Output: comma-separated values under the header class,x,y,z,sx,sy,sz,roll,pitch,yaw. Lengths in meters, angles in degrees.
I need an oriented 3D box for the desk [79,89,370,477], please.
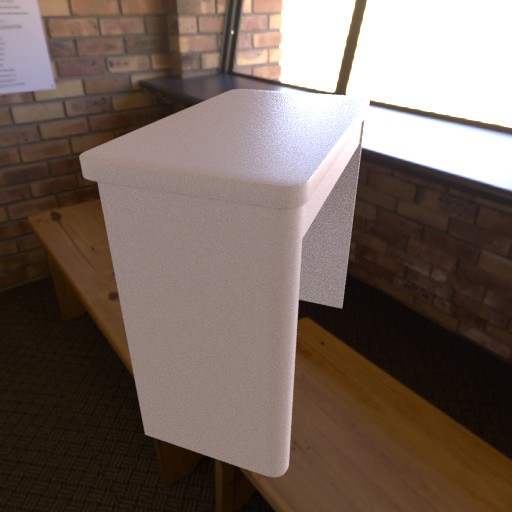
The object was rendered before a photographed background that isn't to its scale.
class,x,y,z,sx,sy,sz,roll,pitch,yaw
desk,0.000,0.000,1.267,0.446,0.760,0.790,11,32,18
